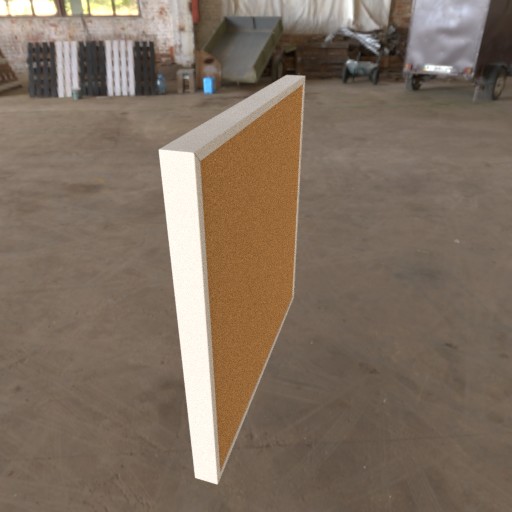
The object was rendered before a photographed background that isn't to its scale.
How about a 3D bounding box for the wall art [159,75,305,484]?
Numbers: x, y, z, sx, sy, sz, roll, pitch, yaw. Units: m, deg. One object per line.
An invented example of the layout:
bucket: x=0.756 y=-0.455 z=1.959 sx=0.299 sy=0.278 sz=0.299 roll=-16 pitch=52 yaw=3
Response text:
wall art: x=0.000 y=0.000 z=0.754 sx=0.037 sy=0.508 sz=0.508 roll=9 pitch=31 yaw=15
